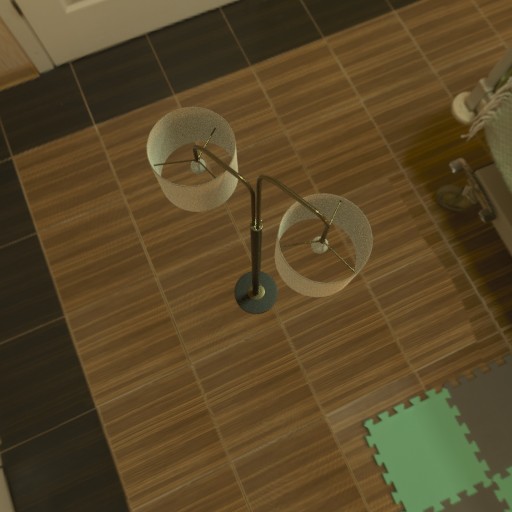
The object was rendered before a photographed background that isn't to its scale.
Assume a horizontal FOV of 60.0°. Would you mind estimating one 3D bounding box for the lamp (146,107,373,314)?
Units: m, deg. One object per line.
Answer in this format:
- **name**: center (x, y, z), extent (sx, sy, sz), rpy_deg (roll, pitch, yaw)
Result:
- **lamp**: center (0.000, 0.000, 1.852), extent (0.711, 1.587, 0.254), rpy_deg (35, 77, 9)
